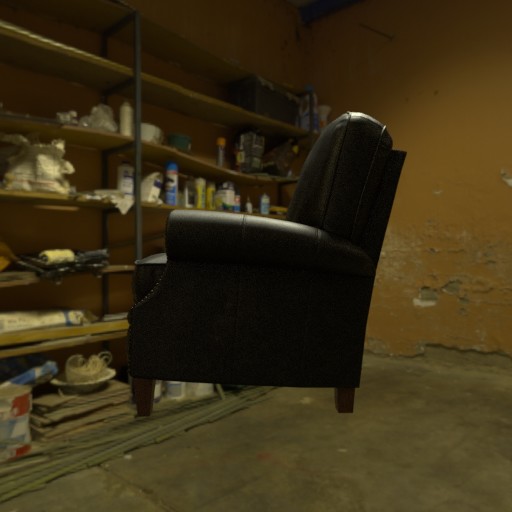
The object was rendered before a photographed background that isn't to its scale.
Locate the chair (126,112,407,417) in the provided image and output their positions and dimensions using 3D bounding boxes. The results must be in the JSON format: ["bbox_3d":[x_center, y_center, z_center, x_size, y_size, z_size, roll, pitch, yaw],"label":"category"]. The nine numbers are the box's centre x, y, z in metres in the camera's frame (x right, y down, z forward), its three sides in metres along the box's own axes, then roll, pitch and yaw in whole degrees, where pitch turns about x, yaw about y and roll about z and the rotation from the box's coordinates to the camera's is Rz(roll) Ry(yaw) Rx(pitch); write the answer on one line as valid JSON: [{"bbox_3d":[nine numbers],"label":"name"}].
[{"bbox_3d":[0.000,0.000,1.773,0.986,1.018,0.936,0,-1,-1],"label":"chair"}]
